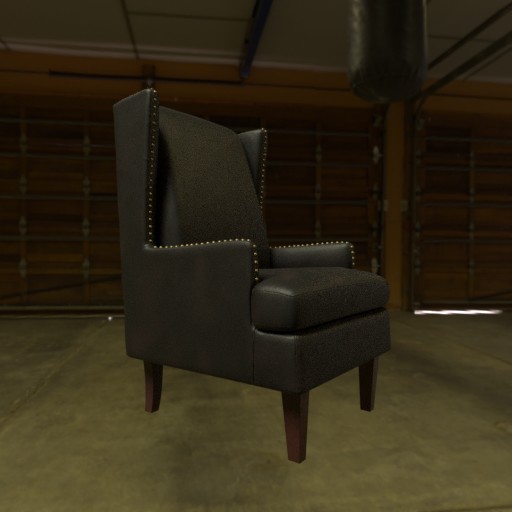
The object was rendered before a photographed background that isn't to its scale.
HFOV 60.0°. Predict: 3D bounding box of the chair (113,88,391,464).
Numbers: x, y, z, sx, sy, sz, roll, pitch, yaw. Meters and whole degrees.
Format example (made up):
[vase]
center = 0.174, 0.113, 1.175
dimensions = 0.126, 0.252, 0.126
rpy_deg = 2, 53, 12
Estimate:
[chair]
center = 0.000, 0.000, 1.642
dimensions = 0.799, 1.142, 0.703
rpy_deg = 1, 1, 37
